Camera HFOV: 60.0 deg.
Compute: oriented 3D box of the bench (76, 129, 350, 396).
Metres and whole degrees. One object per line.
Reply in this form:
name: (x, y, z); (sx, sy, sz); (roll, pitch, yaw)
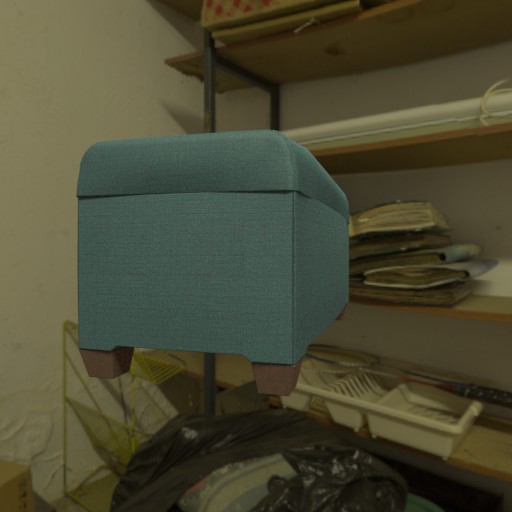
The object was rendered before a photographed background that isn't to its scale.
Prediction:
bench: (0.000, 0.000, 1.267); (0.476, 0.474, 0.995); (0, 1, 17)
